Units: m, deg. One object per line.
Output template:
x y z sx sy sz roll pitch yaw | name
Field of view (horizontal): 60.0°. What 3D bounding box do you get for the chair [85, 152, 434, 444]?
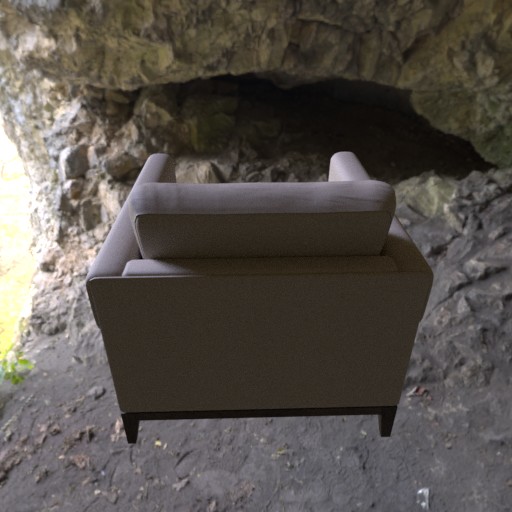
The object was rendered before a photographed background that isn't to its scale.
0.000 0.000 1.649 0.914 0.838 0.959 -1 32 -1 | chair
